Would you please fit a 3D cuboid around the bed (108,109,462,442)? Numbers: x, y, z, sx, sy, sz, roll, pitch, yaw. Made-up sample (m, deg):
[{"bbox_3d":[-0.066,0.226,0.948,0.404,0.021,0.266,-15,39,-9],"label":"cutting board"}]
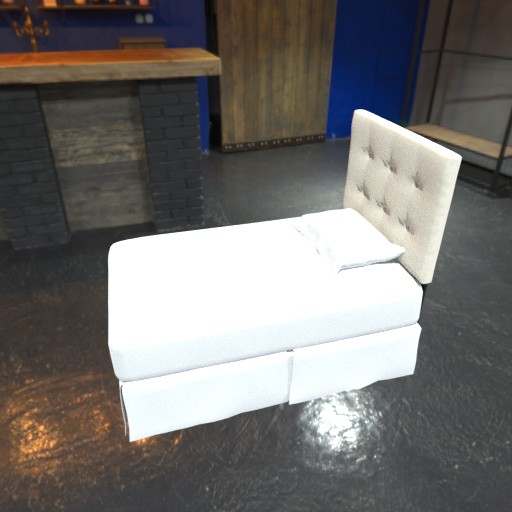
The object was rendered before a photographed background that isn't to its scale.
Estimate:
[{"bbox_3d":[0.000,0.000,2.984,1.997,1.571,1.261,-8,32,-13],"label":"bed"}]
